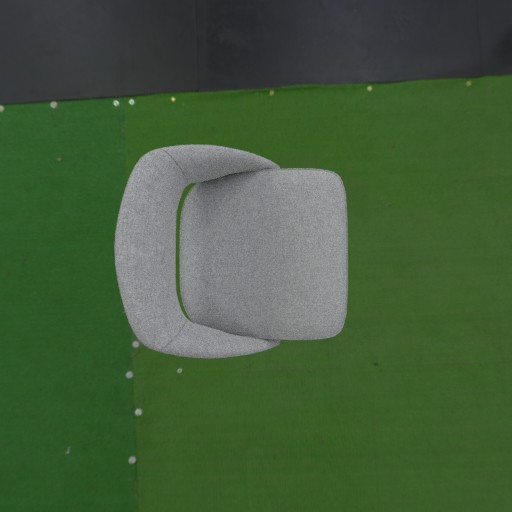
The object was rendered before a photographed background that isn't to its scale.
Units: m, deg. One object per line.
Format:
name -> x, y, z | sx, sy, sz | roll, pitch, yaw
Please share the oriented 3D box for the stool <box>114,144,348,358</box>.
stool -> 0.000, 0.000, 1.340 | 0.509, 1.037, 0.494 | 0, 88, 1
